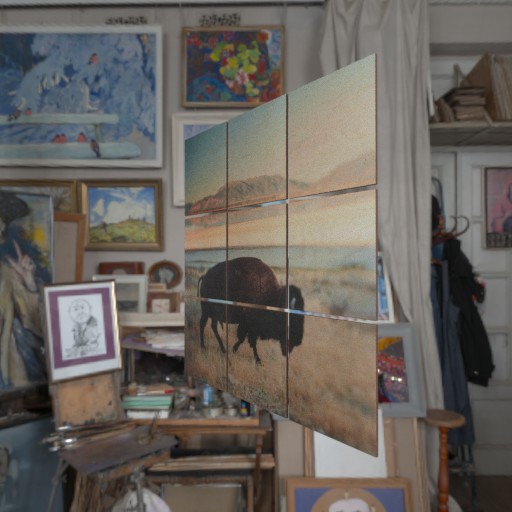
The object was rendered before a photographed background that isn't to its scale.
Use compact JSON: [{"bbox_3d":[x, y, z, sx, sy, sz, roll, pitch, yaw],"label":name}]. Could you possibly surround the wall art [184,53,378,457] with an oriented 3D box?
[{"bbox_3d":[0.000,0.000,2.295,0.019,1.532,1.533,0,-1,-37],"label":"wall art"}]
